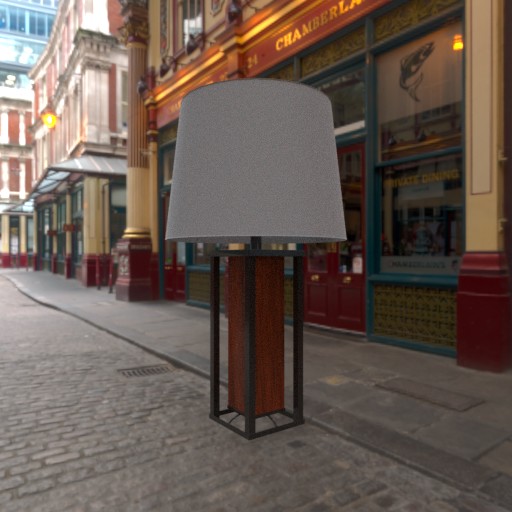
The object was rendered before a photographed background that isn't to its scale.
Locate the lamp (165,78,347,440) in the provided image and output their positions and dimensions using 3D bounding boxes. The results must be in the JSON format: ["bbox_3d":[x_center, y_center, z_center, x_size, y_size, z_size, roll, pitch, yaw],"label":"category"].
[{"bbox_3d":[0.000,0.000,0.796,0.320,0.591,0.320,0,0,0],"label":"lamp"}]
